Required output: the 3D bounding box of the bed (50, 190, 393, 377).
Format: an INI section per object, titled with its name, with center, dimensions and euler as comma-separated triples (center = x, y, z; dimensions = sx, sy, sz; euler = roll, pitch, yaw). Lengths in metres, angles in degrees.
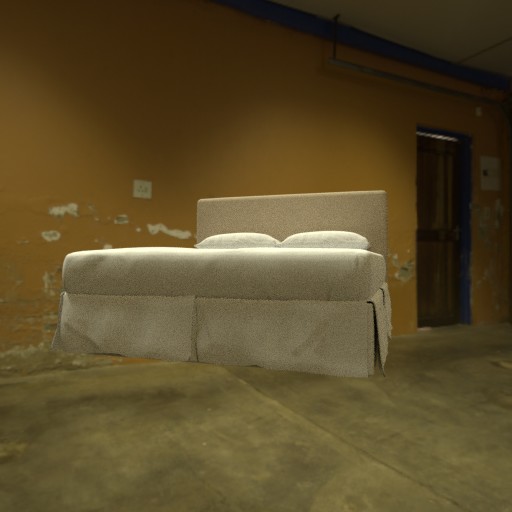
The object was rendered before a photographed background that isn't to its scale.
[bed]
center = 0.000, 0.000, 3.632
dimensions = 2.119, 1.317, 2.319
euler = 0, -1, 18
